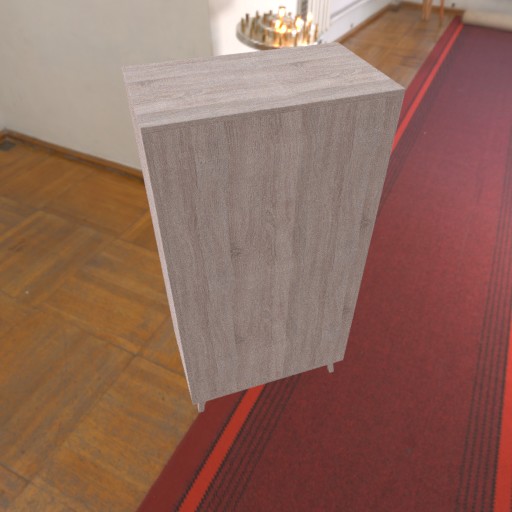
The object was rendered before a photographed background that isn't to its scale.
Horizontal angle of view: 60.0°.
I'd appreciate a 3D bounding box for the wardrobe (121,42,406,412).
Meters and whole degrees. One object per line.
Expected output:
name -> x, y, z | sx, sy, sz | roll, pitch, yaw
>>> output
wardrobe -> 0.000, 0.000, 2.440 | 1.000, 1.960, 0.600 | -13, 44, -14
